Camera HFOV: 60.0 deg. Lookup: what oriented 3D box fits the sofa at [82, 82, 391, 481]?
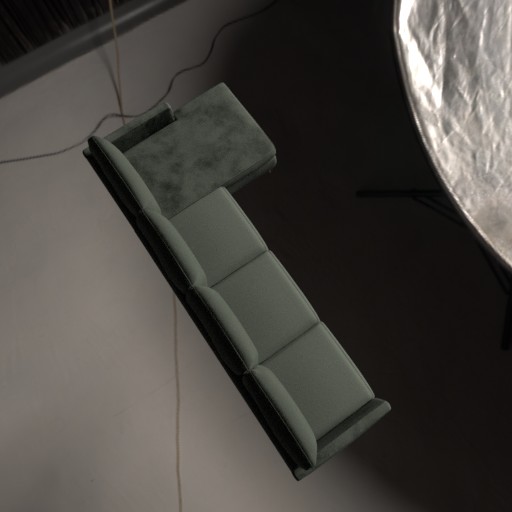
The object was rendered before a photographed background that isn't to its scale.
[{"bbox_3d":[0.000,0.000,3.205,1.255,0.756,2.725,-34,77,-9],"label":"sofa"}]
